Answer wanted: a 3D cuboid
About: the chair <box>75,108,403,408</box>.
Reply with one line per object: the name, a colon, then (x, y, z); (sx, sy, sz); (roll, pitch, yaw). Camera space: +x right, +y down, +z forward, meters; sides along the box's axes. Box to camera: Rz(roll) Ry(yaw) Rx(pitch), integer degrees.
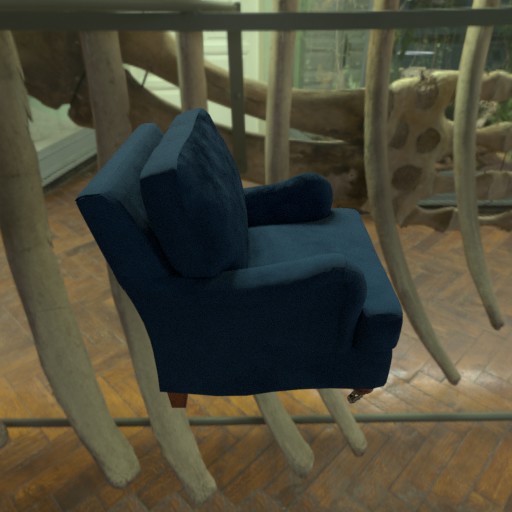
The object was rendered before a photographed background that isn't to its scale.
chair: (0.000, 0.000, 1.888); (1.078, 1.076, 0.895); (0, 31, 0)
